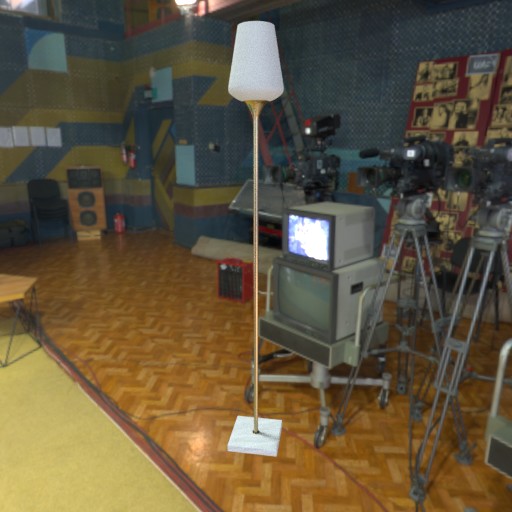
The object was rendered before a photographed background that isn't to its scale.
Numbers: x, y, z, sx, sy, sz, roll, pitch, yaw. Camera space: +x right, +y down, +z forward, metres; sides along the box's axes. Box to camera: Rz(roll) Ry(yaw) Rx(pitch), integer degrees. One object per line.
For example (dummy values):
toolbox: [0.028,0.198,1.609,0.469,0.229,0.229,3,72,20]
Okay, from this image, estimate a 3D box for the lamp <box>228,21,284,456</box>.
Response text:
lamp: [0.000,0.000,1.917,0.229,1.813,0.232,2,15,9]
